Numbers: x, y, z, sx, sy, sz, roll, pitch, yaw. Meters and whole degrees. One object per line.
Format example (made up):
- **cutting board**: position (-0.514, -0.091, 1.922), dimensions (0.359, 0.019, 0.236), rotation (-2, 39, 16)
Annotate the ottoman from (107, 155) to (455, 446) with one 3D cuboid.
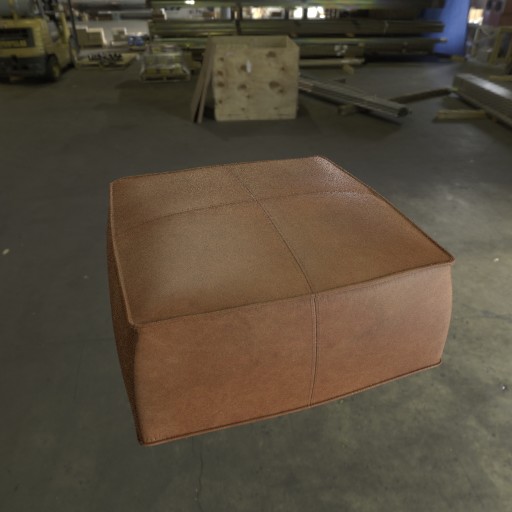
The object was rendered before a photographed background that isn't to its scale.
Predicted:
- **ottoman**: position (0.000, 0.000, 1.397), dimensions (0.902, 0.395, 0.901), rotation (-10, 34, -15)
